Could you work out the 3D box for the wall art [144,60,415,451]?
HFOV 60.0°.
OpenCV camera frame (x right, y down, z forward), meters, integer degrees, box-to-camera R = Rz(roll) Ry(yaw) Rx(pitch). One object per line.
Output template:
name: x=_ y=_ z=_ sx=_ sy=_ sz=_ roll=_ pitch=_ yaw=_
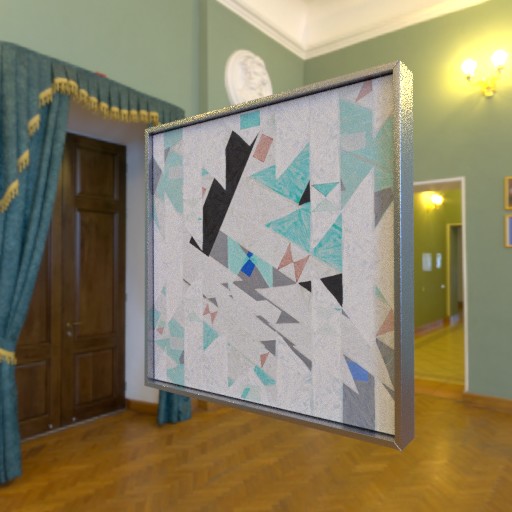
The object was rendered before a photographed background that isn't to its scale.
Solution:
wall art: x=0.000 y=0.000 z=0.515 sx=0.350 sy=0.350 sz=0.038 roll=-1 pitch=-1 yaw=36
